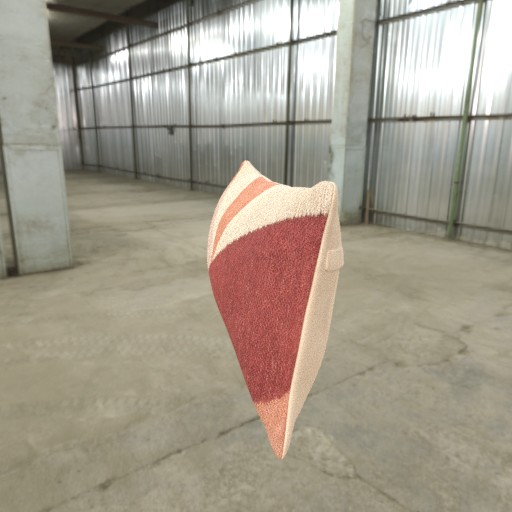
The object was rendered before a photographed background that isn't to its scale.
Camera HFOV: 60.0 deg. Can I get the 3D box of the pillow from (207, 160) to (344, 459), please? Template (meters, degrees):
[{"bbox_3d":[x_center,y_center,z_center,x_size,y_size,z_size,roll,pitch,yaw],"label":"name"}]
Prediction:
[{"bbox_3d":[0.000,0.000,0.725,0.155,0.292,0.609,-2,15,-9],"label":"pillow"}]
